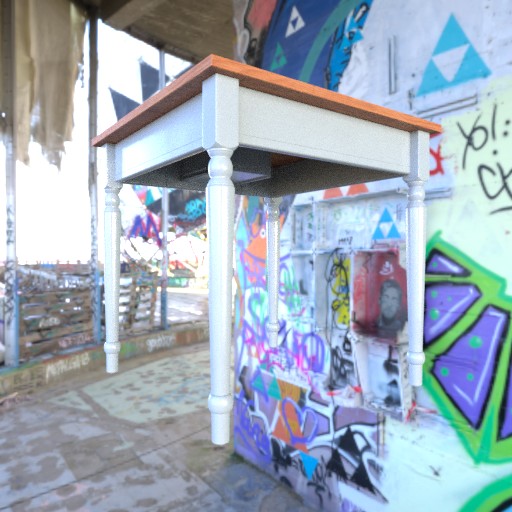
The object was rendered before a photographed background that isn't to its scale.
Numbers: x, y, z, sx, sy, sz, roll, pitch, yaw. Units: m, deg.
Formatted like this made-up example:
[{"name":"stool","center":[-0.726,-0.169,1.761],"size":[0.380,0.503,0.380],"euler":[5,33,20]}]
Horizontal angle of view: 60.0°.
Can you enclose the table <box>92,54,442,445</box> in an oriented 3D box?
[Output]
[{"name":"table","center":[0.000,0.000,1.327],"size":[0.747,0.738,0.747],"euler":[0,0,-36]}]
